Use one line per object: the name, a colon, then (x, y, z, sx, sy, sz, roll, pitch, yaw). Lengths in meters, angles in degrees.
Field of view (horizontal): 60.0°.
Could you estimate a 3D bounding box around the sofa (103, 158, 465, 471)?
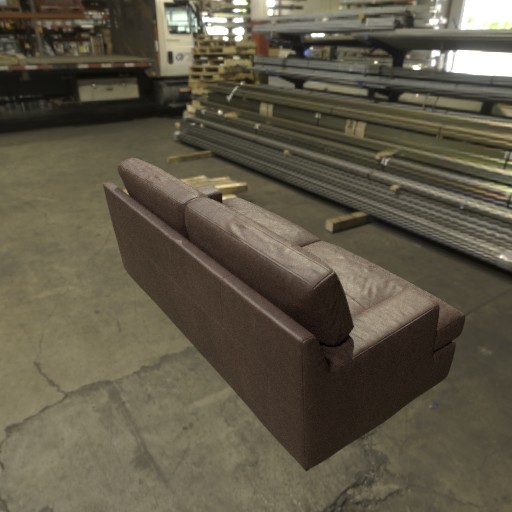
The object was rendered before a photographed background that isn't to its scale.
sofa: (0.000, 0.000, 2.743, 1.143, 0.941, 2.261, -18, 32, -31)
